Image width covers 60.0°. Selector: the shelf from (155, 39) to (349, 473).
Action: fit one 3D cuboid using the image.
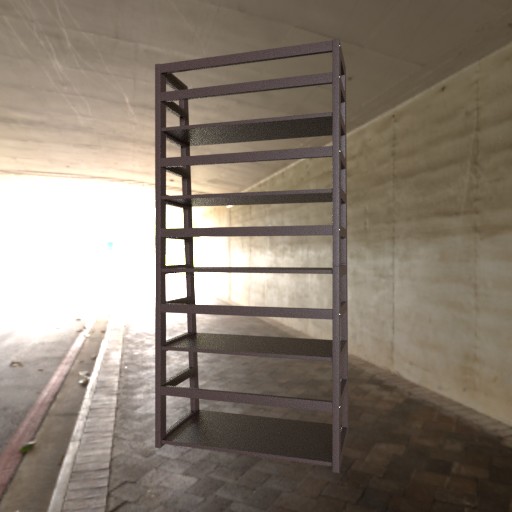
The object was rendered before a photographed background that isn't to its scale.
[{"bbox_3d":[0.000,0.000,1.933,0.763,1.600,0.403,0,0,17],"label":"shelf"}]
